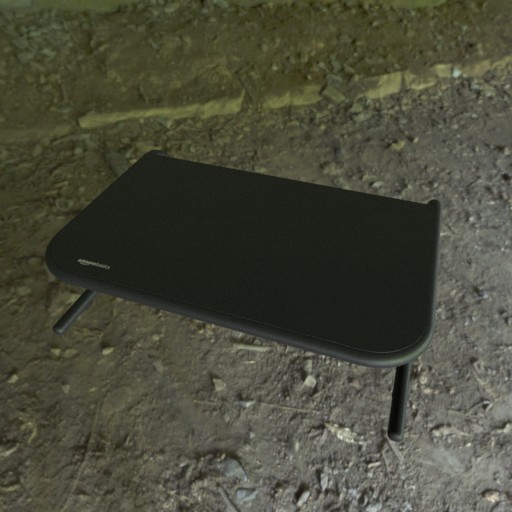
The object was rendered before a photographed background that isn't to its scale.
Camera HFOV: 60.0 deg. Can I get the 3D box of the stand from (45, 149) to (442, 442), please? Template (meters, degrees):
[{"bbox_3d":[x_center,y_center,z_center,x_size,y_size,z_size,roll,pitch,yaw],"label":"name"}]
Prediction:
[{"bbox_3d":[0.000,0.000,0.499,0.370,0.108,0.280,13,43,14],"label":"stand"}]
